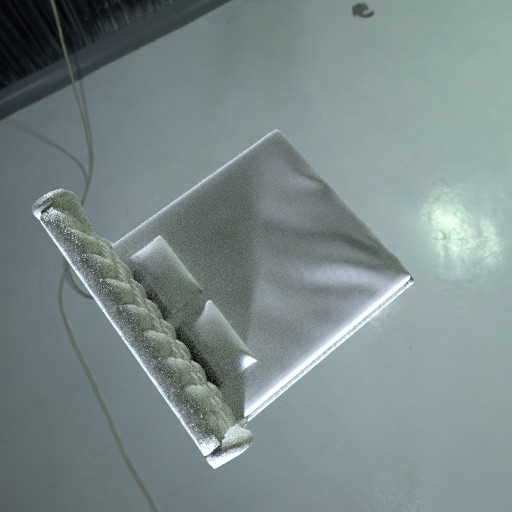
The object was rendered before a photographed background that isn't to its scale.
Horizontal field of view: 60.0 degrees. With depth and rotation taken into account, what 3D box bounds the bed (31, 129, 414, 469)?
[{"bbox_3d":[0.000,0.000,3.875,2.347,1.771,2.219,-37,78,-10],"label":"bed"}]
